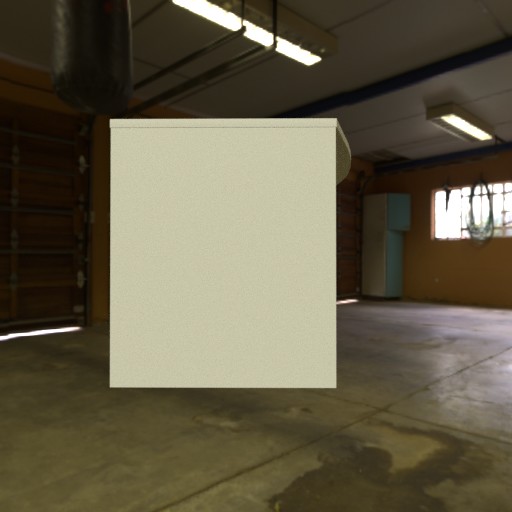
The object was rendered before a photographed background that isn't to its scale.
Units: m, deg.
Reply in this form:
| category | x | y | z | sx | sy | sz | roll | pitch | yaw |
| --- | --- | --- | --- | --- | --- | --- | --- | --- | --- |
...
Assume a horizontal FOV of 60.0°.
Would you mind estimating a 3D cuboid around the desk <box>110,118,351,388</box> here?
| category | x | y | z | sx | sy | sz | roll | pitch | yaw |
| --- | --- | --- | --- | --- | --- | --- | --- | --- | --- |
| desk | 0.000 | 0.000 | 2.034 | 0.802 | 0.750 | 1.600 | 0 | -1 | 1 |
